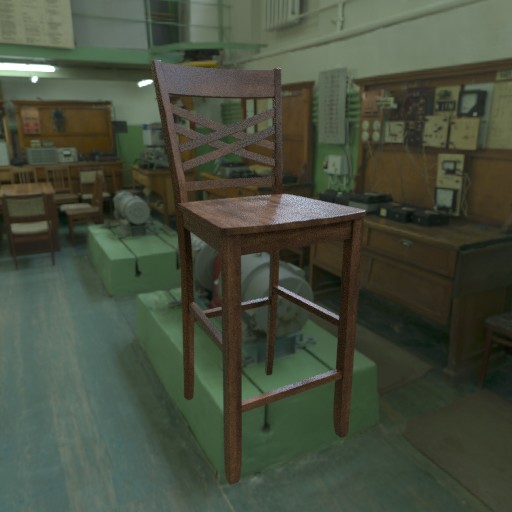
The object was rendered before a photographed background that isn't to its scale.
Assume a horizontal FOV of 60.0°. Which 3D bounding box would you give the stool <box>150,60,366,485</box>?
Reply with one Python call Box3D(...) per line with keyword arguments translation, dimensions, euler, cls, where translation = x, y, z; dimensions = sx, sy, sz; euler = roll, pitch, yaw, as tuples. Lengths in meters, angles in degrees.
Box3D(translation=(0.000, 0.000, 1.328), dimensions=(0.433, 1.105, 0.487), euler=(-9, 19, -28), cls="stool")
